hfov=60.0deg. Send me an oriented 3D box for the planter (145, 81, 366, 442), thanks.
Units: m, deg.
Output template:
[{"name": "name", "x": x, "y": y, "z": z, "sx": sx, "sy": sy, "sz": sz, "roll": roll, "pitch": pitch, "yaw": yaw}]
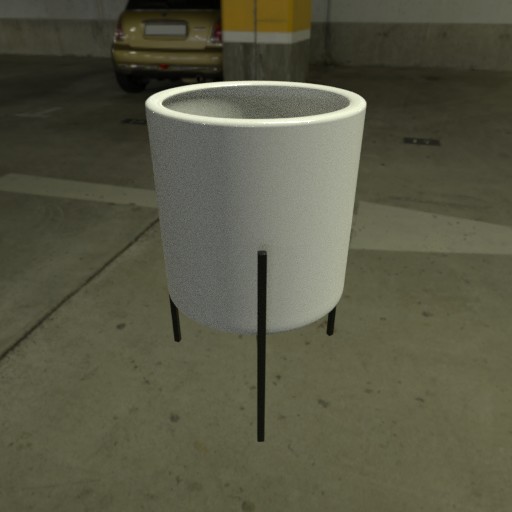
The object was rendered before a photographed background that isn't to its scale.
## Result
[{"name": "planter", "x": 0.000, "y": 0.000, "z": 0.523, "sx": 0.239, "sy": 0.356, "sz": 0.239, "roll": -1, "pitch": 30, "yaw": -2}]
